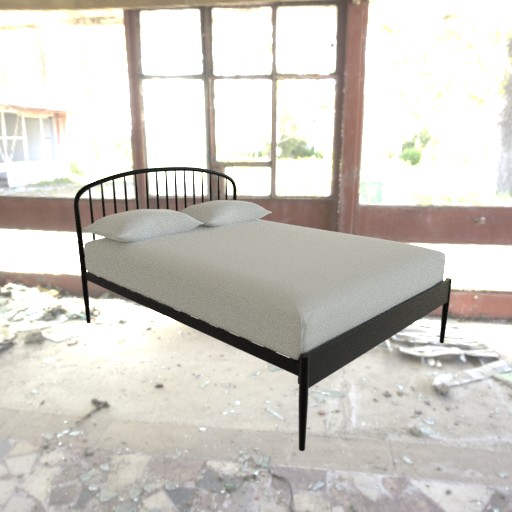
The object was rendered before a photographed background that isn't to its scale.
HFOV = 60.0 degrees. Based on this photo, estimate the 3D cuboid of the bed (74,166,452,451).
[{"bbox_3d":[0.000,0.000,3.148,2.159,1.166,1.618,13,19,43],"label":"bed"}]
